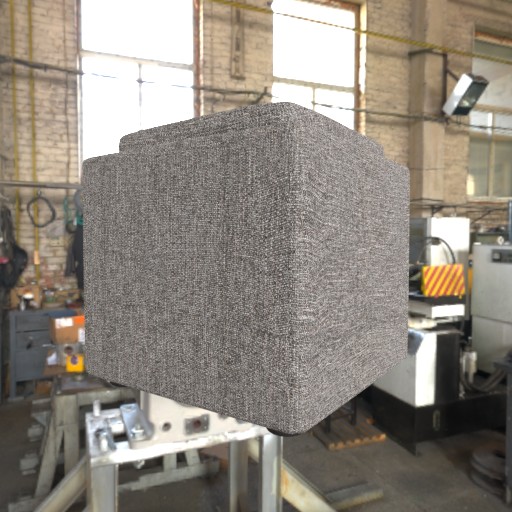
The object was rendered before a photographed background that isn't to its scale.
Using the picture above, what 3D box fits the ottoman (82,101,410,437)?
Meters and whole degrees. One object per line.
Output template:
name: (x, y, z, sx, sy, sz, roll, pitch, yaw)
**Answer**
ottoman: (0.000, 0.000, 0.839, 0.450, 0.460, 0.450, 2, 3, 35)
